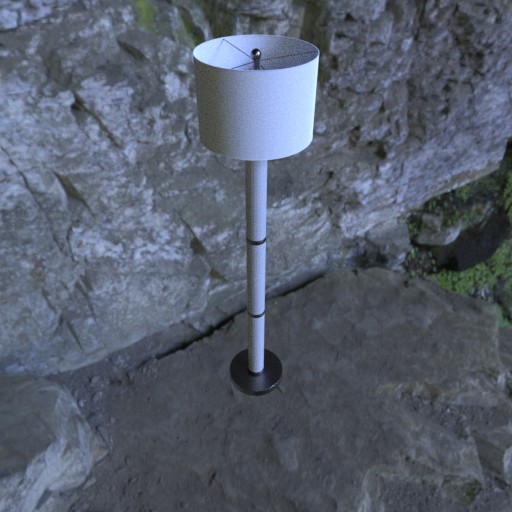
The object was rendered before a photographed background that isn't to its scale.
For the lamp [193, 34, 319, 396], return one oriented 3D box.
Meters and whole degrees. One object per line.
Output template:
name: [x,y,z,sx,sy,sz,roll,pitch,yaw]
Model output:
lamp: [0.000,0.000,1.825,0.377,1.599,0.377,-24,45,-26]
